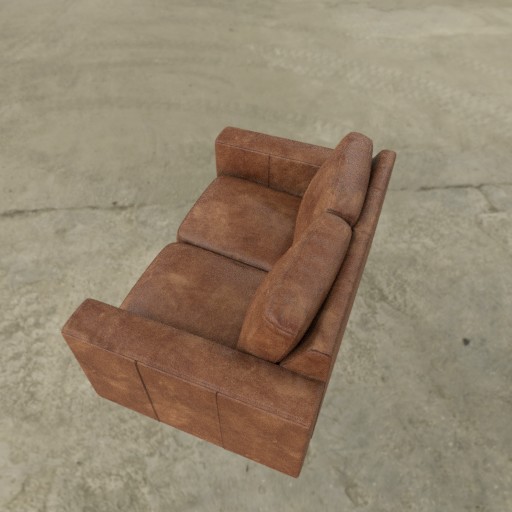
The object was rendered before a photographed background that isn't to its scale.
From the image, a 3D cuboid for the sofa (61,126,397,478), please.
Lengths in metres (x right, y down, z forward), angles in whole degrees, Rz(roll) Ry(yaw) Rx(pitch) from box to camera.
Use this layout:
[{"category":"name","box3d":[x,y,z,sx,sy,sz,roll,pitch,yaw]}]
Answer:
[{"category":"sofa","box3d":[0.000,0.000,2.242,1.041,0.889,1.626,17,50,14]}]
